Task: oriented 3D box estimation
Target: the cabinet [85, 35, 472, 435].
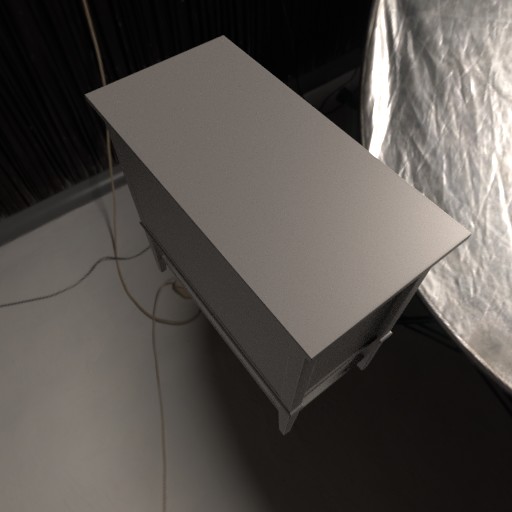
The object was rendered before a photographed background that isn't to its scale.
[{"bbox_3d":[0.000,0.000,1.256,0.396,0.780,0.801,-33,63,-19],"label":"cabinet"}]
